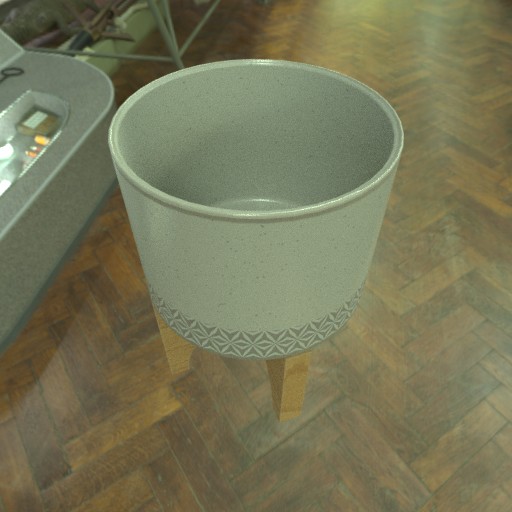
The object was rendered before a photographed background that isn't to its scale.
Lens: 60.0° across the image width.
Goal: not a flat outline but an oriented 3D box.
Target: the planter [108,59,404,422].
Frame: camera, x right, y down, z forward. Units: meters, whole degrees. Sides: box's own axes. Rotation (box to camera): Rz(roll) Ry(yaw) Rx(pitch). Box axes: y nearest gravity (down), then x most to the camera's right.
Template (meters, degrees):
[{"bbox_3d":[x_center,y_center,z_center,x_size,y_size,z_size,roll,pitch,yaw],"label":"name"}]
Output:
[{"bbox_3d":[0.000,0.000,0.263,0.130,0.178,0.130,0,47,0],"label":"planter"}]
